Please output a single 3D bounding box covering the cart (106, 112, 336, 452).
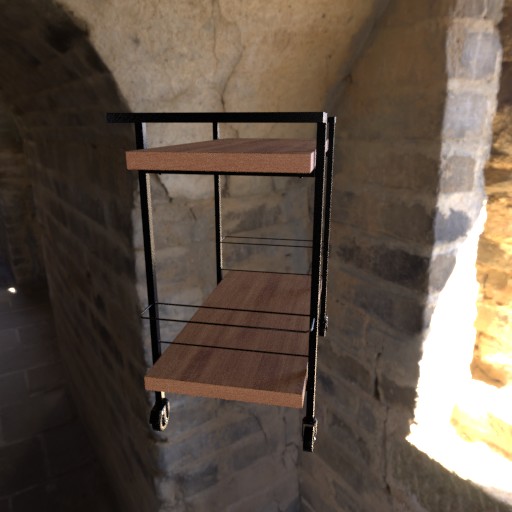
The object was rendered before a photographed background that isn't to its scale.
[{"bbox_3d":[0.000,0.000,1.262,0.406,0.762,0.806,3,17,11],"label":"cart"}]
